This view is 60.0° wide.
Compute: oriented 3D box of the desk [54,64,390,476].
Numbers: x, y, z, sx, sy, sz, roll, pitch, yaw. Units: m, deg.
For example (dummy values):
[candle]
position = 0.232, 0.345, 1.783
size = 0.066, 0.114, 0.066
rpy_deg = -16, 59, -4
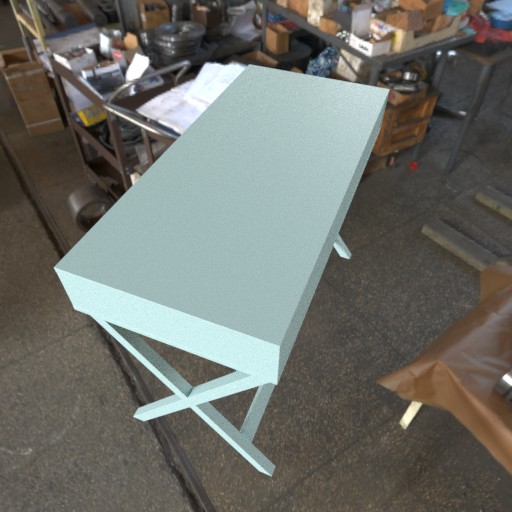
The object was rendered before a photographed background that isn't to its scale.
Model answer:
[desk]
position = 0.000, 0.000, 1.484
size = 0.525, 0.780, 1.057
rpy_deg = 17, 49, 15
